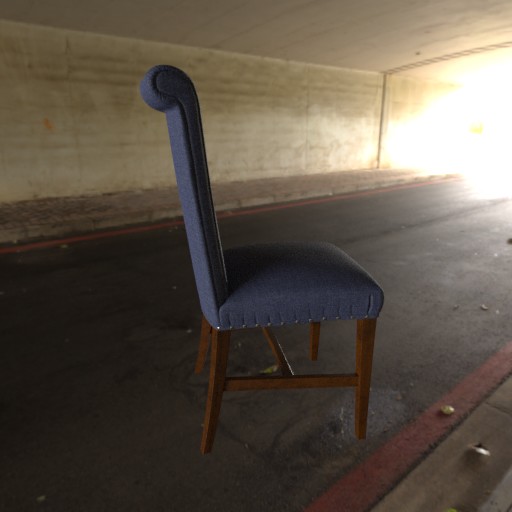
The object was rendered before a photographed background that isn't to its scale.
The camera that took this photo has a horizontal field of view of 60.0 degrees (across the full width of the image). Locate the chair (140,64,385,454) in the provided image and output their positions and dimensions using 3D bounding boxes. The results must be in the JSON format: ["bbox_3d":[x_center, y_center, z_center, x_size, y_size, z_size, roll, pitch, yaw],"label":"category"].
[{"bbox_3d":[0.000,0.000,1.325,0.608,0.988,0.513,-3,16,-10],"label":"chair"}]
